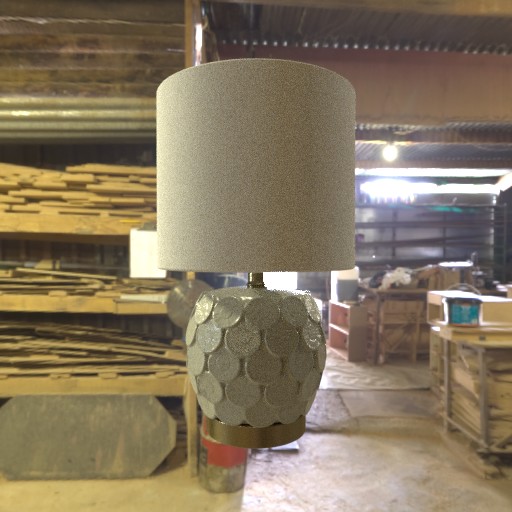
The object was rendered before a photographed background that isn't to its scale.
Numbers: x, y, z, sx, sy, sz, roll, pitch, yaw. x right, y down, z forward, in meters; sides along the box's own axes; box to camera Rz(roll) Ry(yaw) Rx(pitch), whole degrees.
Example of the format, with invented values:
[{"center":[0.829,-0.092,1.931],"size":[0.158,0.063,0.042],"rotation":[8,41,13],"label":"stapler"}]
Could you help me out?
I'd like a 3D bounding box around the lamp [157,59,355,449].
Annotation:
[{"center":[0.000,0.000,0.583],"size":[0.254,0.452,0.254],"rotation":[0,1,0],"label":"lamp"}]
